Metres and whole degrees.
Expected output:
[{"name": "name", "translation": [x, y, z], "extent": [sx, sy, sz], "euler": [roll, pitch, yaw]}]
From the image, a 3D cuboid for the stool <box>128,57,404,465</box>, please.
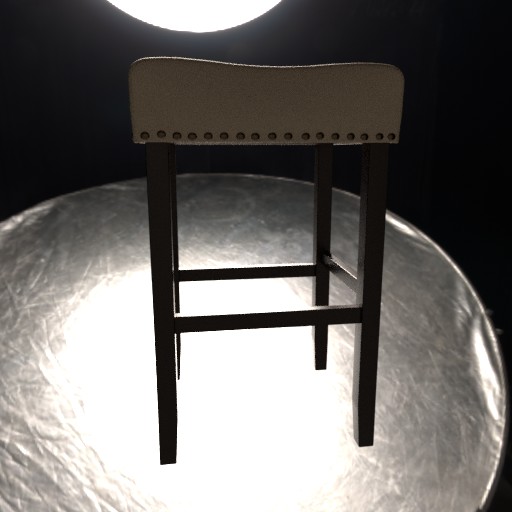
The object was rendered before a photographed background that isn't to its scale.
[{"name": "stool", "translation": [0.000, 0.000, 1.004], "extent": [0.471, 0.762, 0.401], "euler": [-2, 14, -8]}]
